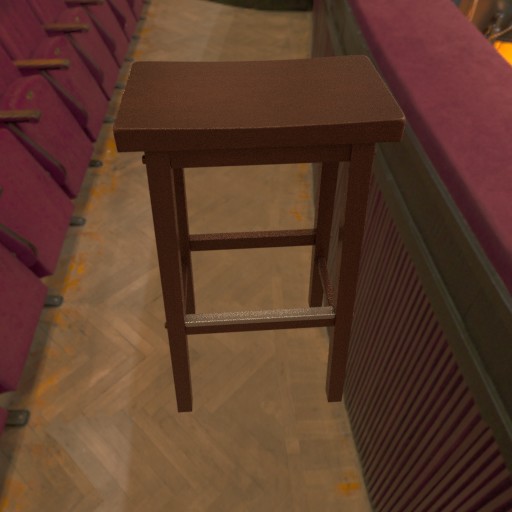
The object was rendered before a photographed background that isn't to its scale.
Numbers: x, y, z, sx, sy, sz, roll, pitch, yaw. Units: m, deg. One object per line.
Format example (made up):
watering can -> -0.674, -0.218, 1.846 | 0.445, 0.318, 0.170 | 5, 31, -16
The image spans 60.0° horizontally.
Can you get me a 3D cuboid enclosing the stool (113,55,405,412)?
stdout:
stool -> 0.000, 0.000, 0.948 | 0.406, 0.742, 0.322 | -3, 45, -3
